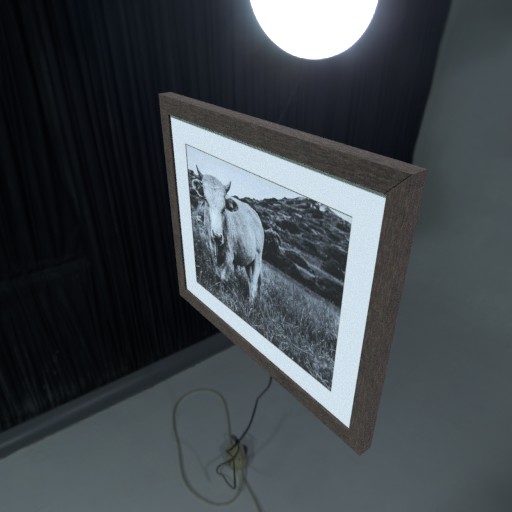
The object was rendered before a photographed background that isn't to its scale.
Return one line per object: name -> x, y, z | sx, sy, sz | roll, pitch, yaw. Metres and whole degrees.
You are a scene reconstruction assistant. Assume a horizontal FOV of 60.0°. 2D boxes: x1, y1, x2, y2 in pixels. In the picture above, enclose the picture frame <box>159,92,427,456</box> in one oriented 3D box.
picture frame -> 0.000, 0.000, 0.759 | 0.026, 0.455, 0.546 | -22, 37, -32
